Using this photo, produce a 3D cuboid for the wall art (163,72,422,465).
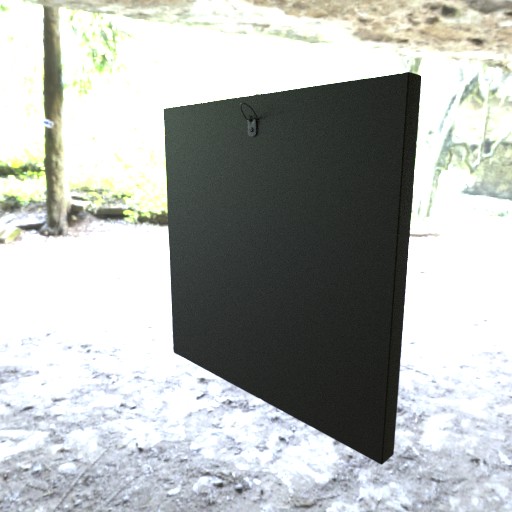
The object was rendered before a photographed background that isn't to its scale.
[{"bbox_3d":[0.000,0.000,0.507,0.038,0.349,0.349,-12,17,-43],"label":"wall art"}]
